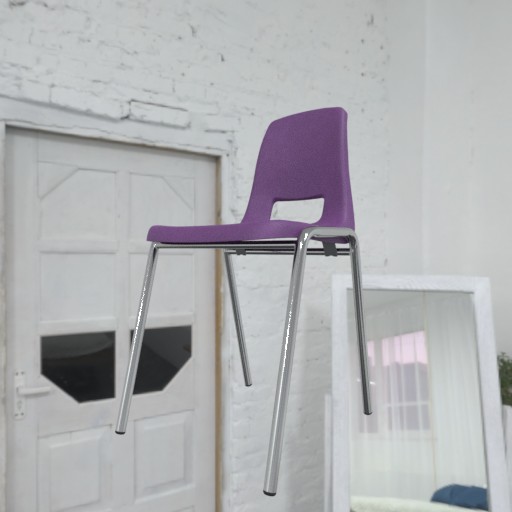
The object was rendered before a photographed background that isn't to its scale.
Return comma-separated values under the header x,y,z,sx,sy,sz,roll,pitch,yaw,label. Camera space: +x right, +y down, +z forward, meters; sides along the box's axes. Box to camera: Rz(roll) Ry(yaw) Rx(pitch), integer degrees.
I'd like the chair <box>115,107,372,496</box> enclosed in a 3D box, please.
x,y,z,sx,sy,sz,roll,pitch,yaw,label
0.000,0.000,0.926,0.381,0.704,0.432,1,1,37,chair
